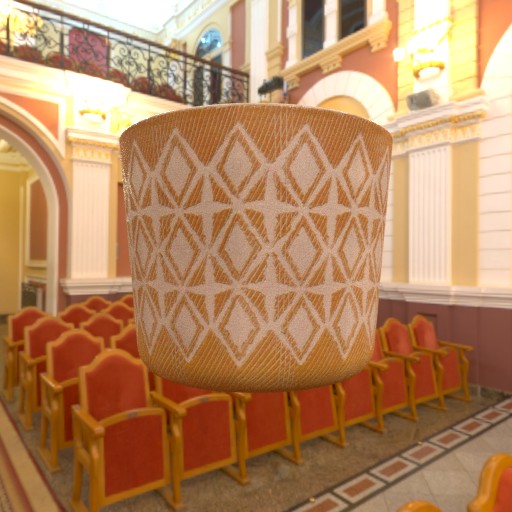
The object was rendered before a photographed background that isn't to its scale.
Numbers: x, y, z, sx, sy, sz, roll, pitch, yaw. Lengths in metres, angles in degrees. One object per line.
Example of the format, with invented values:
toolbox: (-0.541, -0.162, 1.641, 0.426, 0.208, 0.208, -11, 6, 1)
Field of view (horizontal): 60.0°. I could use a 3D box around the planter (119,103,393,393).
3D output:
planter: (0.000, 0.000, 0.214, 0.126, 0.104, 0.126, 0, 0, 0)
